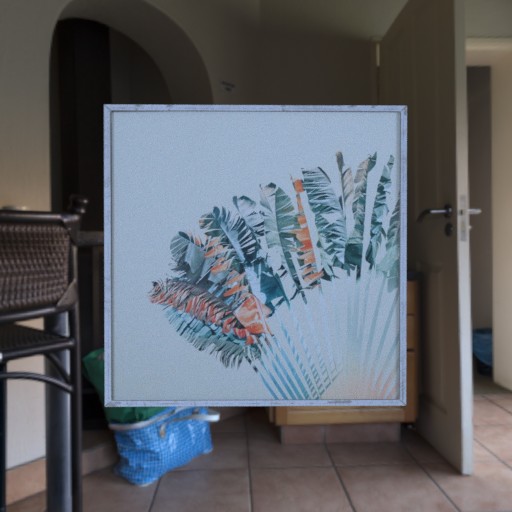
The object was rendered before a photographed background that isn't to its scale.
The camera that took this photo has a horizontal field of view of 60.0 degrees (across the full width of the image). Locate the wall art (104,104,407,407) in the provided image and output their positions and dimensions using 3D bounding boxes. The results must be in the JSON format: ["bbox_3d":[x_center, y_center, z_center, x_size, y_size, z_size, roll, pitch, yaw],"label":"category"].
[{"bbox_3d":[0.000,0.000,1.133,0.760,0.757,0.038,0,1,-1],"label":"wall art"}]
